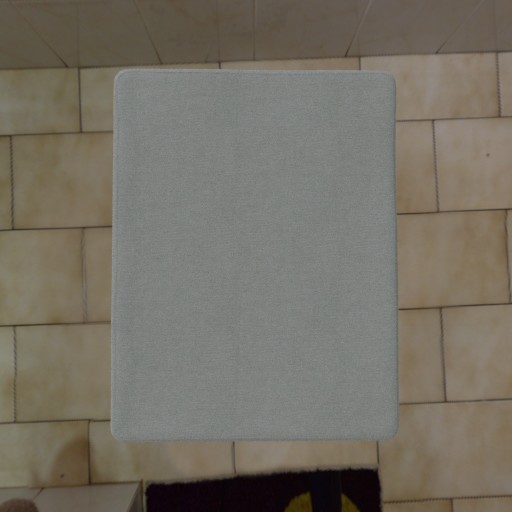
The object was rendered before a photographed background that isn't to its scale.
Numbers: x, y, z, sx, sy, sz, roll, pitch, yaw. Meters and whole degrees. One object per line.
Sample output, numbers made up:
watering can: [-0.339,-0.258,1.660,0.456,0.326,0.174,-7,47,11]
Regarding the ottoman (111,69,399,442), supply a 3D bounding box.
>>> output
ottoman: [0.000,0.000,1.184,0.648,0.461,0.833,0,88,-1]
